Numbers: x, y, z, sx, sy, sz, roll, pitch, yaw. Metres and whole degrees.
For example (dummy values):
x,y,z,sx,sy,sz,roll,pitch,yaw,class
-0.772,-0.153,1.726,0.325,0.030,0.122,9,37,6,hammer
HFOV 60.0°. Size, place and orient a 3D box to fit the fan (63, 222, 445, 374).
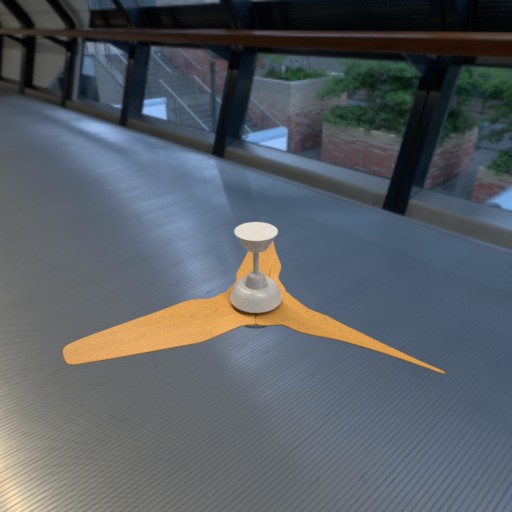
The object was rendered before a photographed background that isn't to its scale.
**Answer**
x,y,z,sx,sy,sz,roll,pitch,yaw,class
0.000,0.000,1.681,1.142,0.355,1.010,1,29,2,fan
